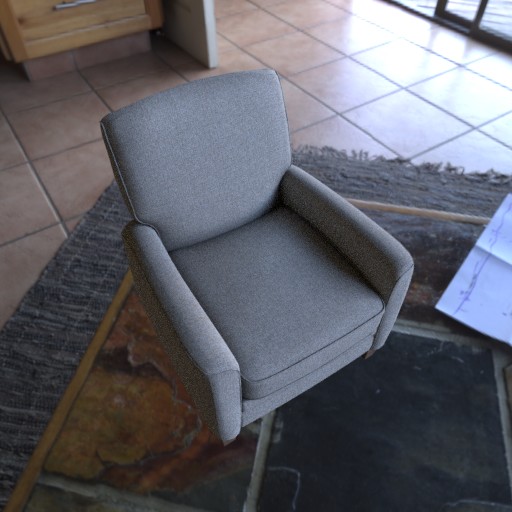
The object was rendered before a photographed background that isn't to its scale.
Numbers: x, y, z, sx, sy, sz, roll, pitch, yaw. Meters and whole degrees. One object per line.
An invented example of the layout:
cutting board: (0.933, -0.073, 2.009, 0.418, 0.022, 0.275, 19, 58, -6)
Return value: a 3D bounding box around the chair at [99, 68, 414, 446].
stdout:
chair: (0.000, 0.000, 1.645, 0.848, 1.014, 0.864, -25, 52, -21)
